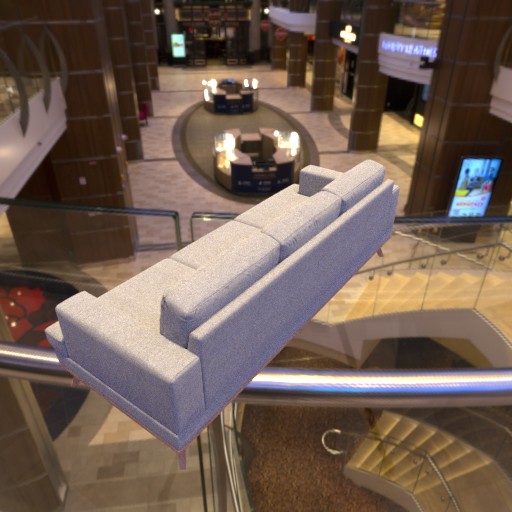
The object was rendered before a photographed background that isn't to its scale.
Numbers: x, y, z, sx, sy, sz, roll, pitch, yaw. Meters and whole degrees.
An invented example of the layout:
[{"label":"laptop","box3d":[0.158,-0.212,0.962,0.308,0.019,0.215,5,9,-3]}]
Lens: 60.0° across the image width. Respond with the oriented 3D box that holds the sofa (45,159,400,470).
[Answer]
[{"label":"sofa","box3d":[0.000,0.000,2.729,0.920,0.810,2.310,21,37,30]}]
